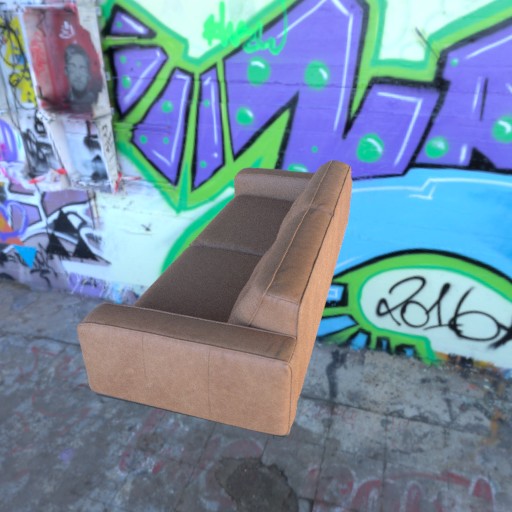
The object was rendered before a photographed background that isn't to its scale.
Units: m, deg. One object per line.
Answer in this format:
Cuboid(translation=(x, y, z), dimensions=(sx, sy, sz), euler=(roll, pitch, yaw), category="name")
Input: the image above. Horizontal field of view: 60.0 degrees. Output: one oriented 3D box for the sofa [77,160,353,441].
Cuboid(translation=(0.000, 0.000, 2.777), dimensions=(0.953, 0.780, 2.270), euler=(8, 30, 14), category="sofa")
